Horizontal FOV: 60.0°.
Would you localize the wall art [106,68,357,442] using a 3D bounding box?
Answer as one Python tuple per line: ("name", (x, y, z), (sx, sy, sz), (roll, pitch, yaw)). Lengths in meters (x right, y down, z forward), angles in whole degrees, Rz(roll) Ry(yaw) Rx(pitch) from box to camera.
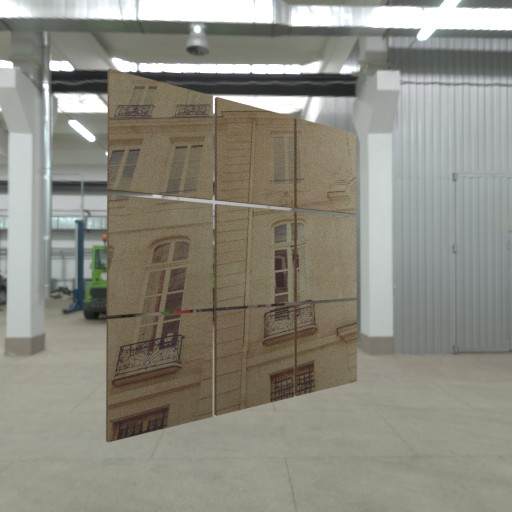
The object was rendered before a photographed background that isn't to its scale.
("wall art", (0.000, 0.000, 1.363), (0.915, 0.913, 0.018), (1, -1, -37))
